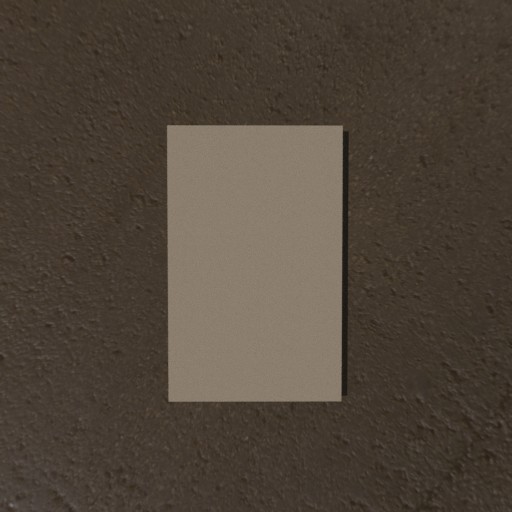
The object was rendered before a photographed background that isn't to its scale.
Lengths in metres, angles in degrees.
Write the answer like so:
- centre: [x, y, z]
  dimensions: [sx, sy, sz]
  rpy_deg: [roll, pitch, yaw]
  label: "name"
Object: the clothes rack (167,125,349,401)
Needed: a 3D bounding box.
- centre: [0.000, 0.000, 1.396]
  dimensions: [0.330, 1.187, 0.500]
  rpy_deg: [0, 92, 0]
  label: "clothes rack"
